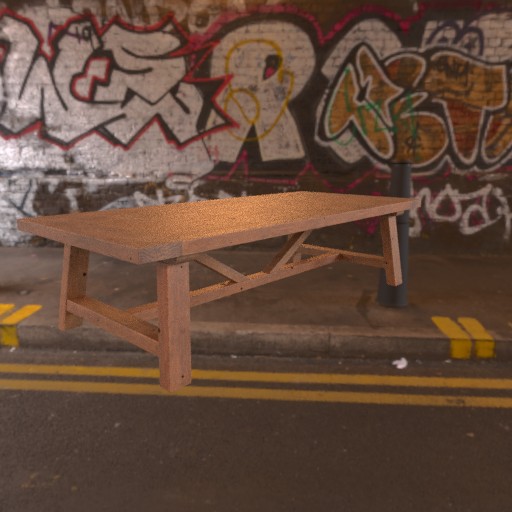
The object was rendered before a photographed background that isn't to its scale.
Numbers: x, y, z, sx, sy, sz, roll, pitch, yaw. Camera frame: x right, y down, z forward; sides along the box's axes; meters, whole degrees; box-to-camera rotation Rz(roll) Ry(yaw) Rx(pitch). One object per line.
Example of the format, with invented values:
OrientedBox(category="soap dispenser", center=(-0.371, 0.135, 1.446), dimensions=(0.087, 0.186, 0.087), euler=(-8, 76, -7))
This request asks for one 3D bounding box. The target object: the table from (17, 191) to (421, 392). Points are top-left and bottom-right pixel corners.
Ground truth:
OrientedBox(category="table", center=(0.000, 0.000, 2.113), dimensions=(0.820, 0.465, 1.800), euler=(11, 17, 41))
